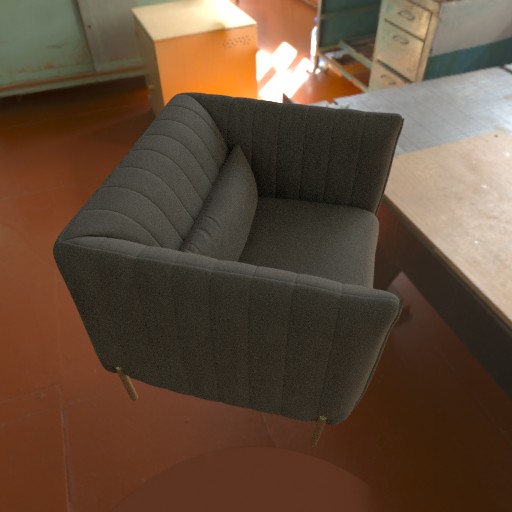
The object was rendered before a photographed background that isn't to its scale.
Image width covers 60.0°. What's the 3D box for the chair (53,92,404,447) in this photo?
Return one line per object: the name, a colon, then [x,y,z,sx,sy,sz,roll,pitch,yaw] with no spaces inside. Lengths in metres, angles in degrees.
chair: [0.000,0.000,1.602,0.873,0.779,0.981,10,46,10]
